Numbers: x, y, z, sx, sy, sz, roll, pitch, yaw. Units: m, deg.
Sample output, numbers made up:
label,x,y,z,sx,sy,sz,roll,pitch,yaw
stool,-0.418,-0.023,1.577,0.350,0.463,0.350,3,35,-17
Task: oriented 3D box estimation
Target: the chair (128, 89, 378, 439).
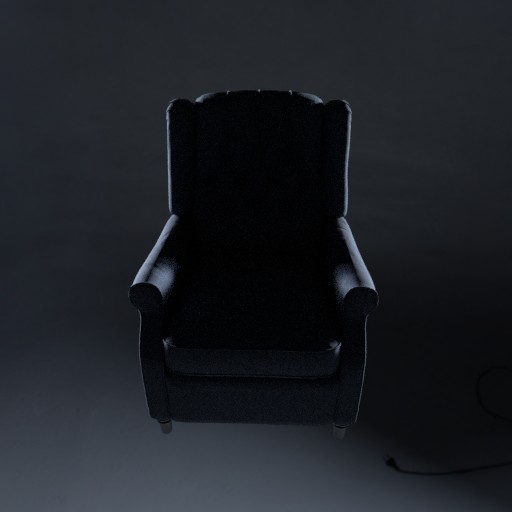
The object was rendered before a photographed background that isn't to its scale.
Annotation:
label,x,y,z,sx,sy,sz,roll,pitch,yaw
chair,0.000,0.000,1.612,0.742,1.035,0.898,1,30,2
